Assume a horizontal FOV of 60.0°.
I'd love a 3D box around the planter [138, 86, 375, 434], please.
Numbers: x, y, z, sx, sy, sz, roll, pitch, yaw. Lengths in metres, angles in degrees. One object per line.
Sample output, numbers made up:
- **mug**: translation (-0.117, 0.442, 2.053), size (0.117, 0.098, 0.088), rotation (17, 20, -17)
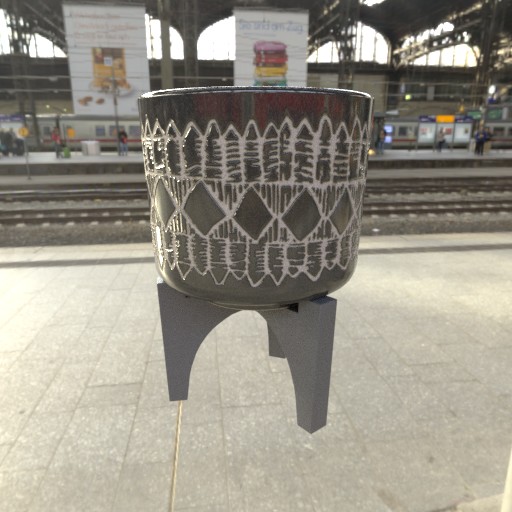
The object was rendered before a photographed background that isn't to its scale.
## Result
- **planter**: translation (0.000, 0.000, 0.528), size (0.251, 0.355, 0.251), rotation (-2, 15, -9)
